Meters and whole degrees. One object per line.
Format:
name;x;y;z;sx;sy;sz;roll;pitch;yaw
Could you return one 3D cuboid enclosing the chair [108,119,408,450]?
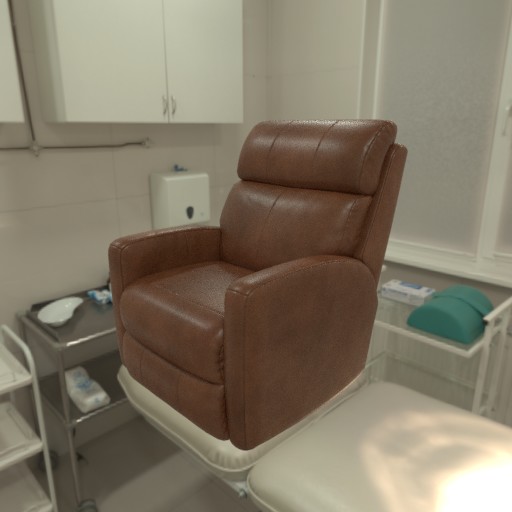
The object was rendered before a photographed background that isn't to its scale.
chair;0.000;0.000;1.720;0.787;1.016;0.939;16;23;43
